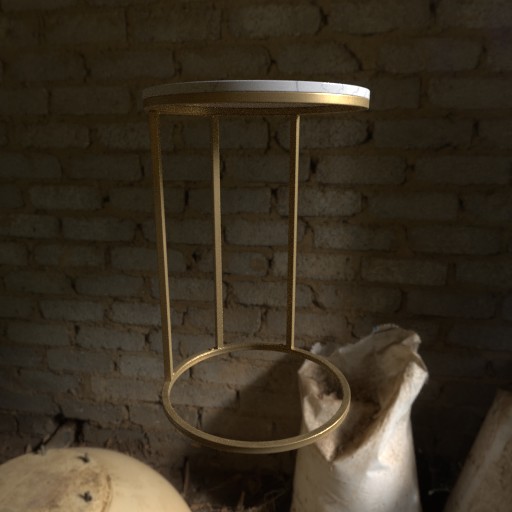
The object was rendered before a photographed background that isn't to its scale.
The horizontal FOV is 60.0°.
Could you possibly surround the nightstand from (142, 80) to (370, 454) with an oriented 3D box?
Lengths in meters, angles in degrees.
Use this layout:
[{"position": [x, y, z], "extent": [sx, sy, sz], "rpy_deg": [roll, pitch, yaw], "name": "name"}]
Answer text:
[{"position": [0.000, 0.000, 0.883], "extent": [0.400, 0.610, 0.400], "rpy_deg": [-8, 17, -28], "name": "nightstand"}]
